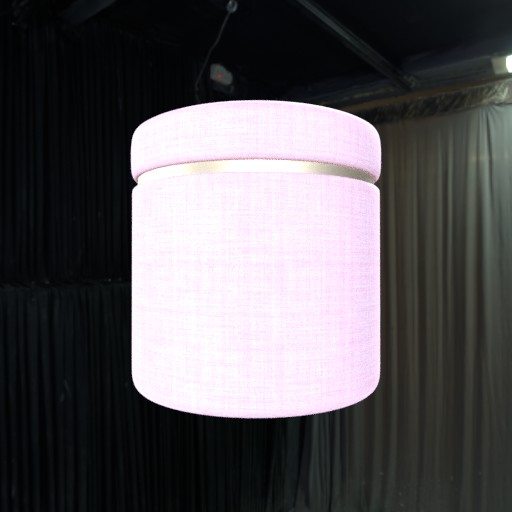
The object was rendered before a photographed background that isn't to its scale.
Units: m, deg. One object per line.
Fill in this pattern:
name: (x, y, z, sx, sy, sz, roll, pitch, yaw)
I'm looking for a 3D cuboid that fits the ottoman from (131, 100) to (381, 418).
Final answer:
ottoman: (0.000, 0.000, 0.736, 0.400, 0.406, 0.400, 0, 0, 0)
